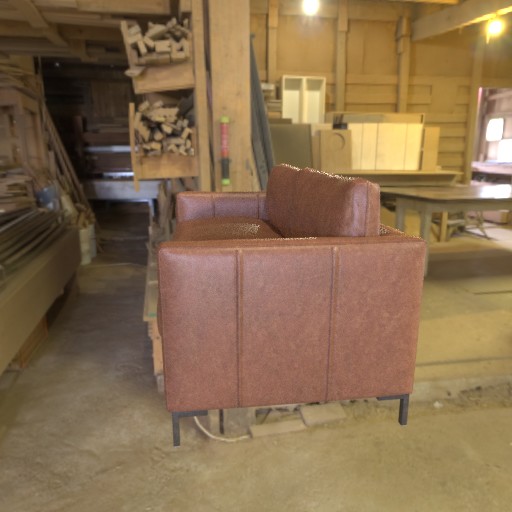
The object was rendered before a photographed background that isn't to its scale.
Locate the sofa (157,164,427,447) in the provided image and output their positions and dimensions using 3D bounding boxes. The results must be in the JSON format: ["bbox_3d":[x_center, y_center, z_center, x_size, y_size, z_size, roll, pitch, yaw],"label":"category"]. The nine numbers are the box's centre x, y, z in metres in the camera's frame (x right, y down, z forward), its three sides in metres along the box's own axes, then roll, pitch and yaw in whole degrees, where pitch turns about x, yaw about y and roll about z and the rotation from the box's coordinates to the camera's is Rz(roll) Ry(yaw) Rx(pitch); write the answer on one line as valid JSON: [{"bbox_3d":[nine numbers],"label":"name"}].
[{"bbox_3d":[0.000,0.000,2.258,0.899,0.883,1.797,-2,14,-8],"label":"sofa"}]
